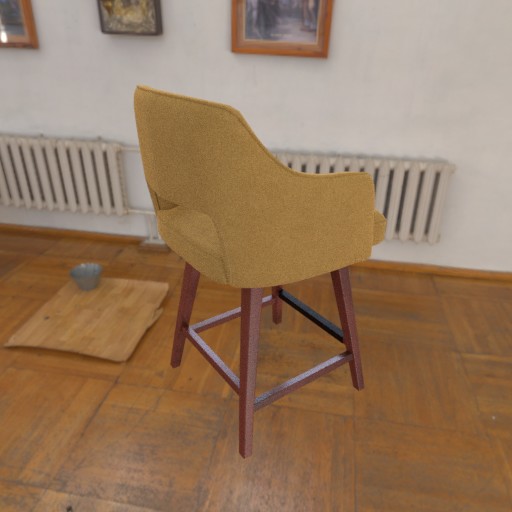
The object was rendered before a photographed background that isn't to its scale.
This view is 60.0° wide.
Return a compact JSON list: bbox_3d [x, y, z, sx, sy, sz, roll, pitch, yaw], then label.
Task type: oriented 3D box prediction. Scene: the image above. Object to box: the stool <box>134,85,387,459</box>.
[{"bbox_3d":[0.000,0.000,1.259,0.558,0.924,0.548,-18,32,-31],"label":"stool"}]
